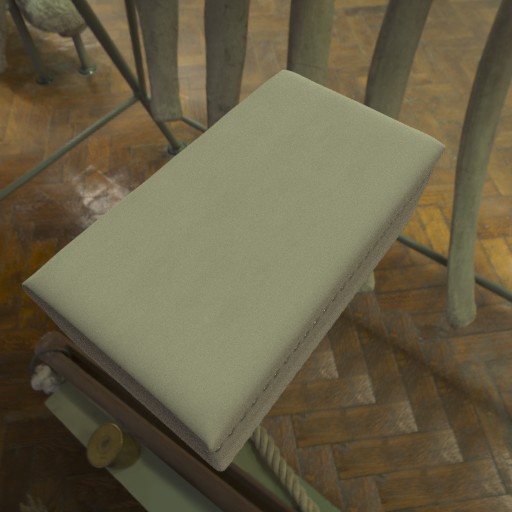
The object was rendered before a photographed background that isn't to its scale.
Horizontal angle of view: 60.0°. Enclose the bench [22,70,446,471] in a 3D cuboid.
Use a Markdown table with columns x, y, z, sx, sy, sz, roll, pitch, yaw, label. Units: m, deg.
| x | y | z | sx | sy | sz | roll | pitch | yaw | label |
| --- | --- | --- | --- | --- | --- | --- | --- | --- | --- |
| 0.000 | 0.000 | 1.144 | 0.500 | 0.449 | 0.887 | 33 | 63 | 19 | bench |
